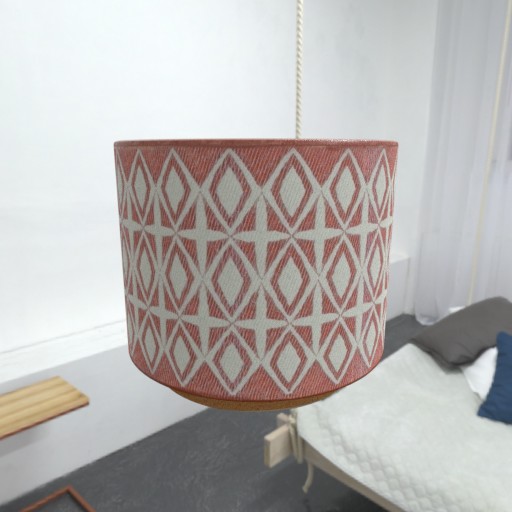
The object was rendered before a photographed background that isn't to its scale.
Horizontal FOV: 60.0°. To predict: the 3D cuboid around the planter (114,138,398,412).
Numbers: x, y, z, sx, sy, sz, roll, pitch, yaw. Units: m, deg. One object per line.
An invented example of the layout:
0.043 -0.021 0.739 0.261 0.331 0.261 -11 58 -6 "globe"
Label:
0.000 0.000 0.473 0.273 0.237 0.273 0 14 0 "planter"
